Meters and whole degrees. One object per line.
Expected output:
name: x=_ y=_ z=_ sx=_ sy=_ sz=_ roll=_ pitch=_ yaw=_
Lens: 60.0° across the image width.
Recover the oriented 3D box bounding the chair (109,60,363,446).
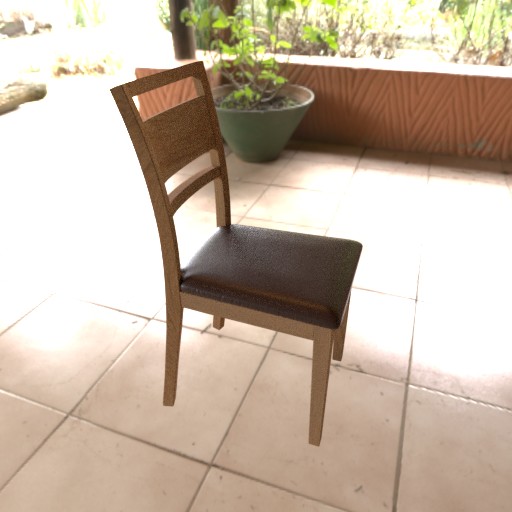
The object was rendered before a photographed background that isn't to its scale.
chair: x=0.000 y=0.000 z=1.235 sx=0.545 sy=0.940 sz=0.420 roll=10 pitch=32 yaw=16
